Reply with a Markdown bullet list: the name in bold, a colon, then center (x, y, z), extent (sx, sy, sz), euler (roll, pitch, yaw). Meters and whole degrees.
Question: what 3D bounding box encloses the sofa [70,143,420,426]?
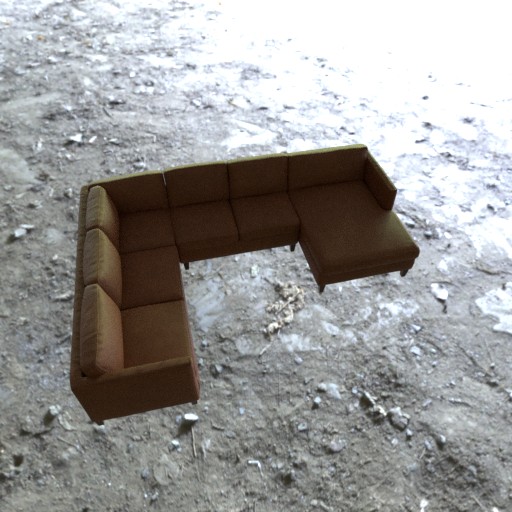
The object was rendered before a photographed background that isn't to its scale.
- **sofa**: center (0.000, 0.000, 4.585), extent (3.460, 0.923, 2.593), euler (-10, 47, -9)
